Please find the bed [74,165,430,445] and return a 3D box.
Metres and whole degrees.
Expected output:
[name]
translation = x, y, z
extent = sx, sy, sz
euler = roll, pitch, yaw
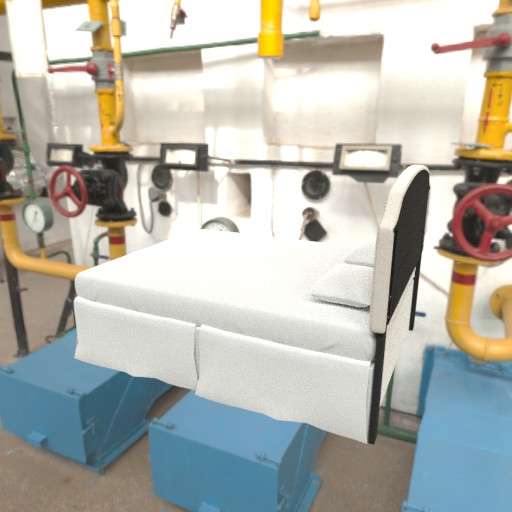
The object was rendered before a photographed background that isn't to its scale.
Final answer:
[bed]
translation = 0.000, 0.000, 3.012
extent = 1.999, 1.270, 1.558
euler = 8, 18, 25
